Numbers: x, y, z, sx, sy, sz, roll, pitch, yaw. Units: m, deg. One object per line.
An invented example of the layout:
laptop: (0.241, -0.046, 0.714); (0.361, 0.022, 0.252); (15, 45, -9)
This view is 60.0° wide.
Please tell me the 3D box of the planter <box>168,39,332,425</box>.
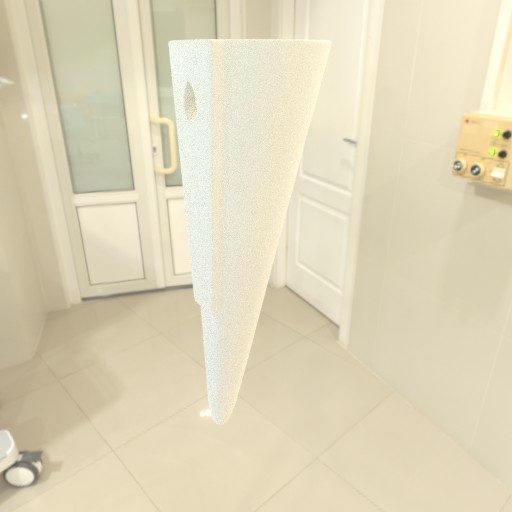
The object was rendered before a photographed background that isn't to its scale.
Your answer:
planter: (0.000, 0.000, 0.221); (0.064, 0.193, 0.057); (-17, 30, -32)
